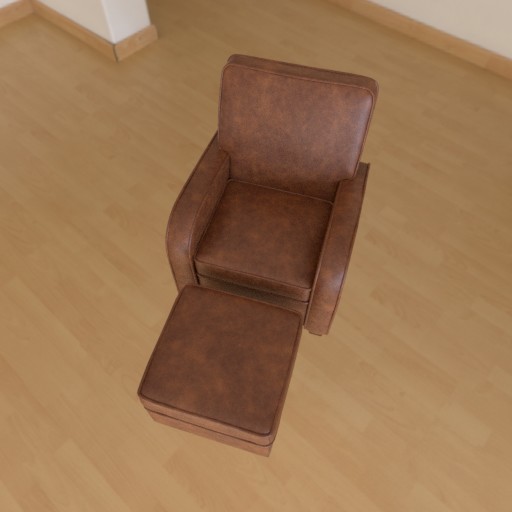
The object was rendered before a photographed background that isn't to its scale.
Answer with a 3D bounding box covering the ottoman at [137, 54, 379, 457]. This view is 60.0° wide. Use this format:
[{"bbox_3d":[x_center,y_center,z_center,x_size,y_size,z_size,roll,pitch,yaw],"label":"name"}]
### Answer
[{"bbox_3d":[0.000,0.000,1.788,0.732,0.904,1.314,14,58,9],"label":"ottoman"}]
